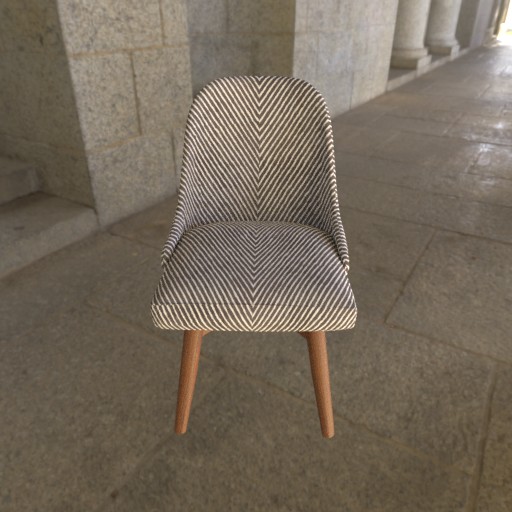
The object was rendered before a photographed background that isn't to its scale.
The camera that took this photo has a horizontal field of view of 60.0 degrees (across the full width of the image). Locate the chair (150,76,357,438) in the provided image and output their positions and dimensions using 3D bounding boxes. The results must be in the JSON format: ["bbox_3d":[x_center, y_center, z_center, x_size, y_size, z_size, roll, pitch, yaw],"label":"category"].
[{"bbox_3d":[0.000,0.000,1.265,0.504,0.883,0.591,1,30,2],"label":"chair"}]
